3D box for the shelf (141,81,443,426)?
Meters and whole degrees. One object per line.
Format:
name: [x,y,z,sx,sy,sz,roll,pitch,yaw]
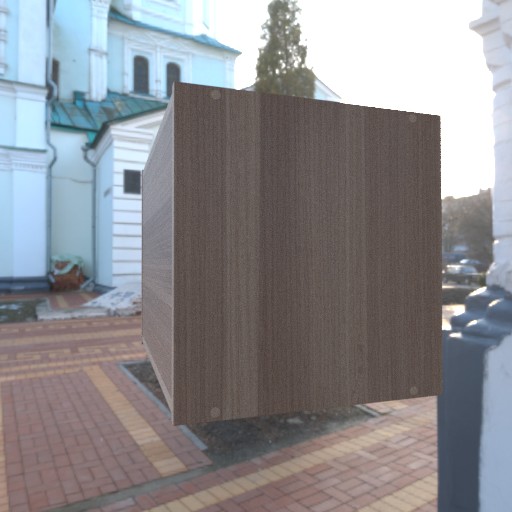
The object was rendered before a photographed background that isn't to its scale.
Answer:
shelf: [0.000,0.000,0.634,0.290,0.305,0.415,0,-1,-18]
